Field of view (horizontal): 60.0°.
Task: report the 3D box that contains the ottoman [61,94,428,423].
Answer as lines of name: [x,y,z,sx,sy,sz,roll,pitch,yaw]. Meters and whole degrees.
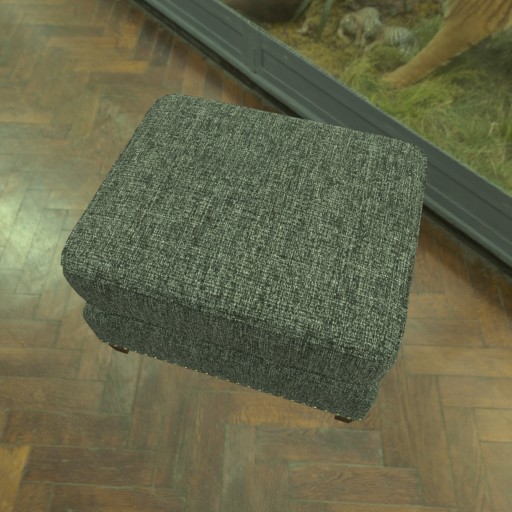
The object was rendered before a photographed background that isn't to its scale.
ottoman: [0.000,0.000,1.154,0.738,0.537,0.589,15,60,9]
